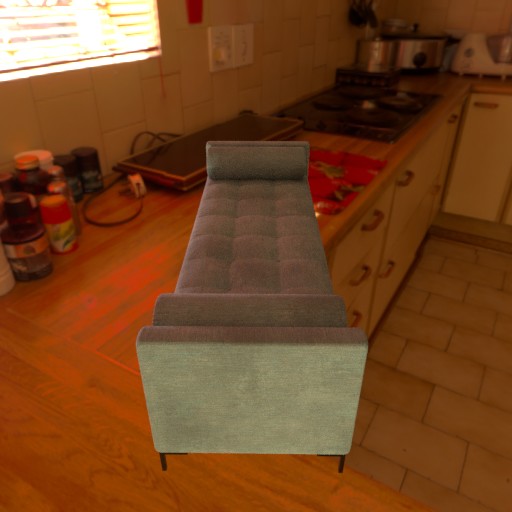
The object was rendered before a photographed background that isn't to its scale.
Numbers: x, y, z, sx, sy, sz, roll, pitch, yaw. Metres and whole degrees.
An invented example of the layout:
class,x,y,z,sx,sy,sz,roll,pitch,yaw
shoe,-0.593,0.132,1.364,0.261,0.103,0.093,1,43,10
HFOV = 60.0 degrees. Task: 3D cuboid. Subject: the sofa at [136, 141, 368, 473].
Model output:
class,x,y,z,sx,sy,sz,roll,pitch,yaw
sofa,0.000,0.000,2.277,0.686,0.635,1.981,0,31,1
